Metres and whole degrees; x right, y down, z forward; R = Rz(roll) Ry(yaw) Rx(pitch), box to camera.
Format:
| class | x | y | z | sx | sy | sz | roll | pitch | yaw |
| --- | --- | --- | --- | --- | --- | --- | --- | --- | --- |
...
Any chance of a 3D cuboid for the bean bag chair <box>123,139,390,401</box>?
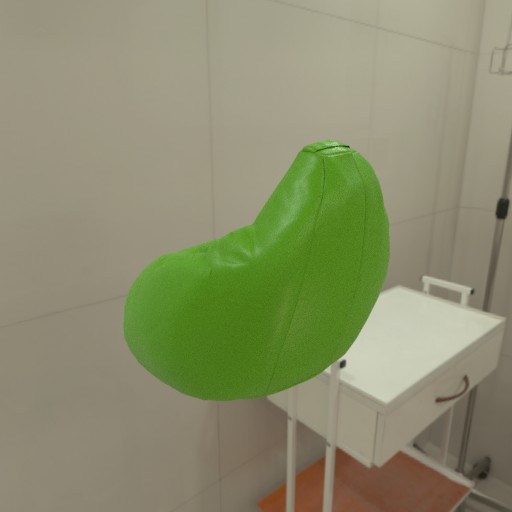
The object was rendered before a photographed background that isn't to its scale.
| class | x | y | z | sx | sy | sz | roll | pitch | yaw |
| --- | --- | --- | --- | --- | --- | --- | --- | --- | --- |
| bean bag chair | 0.000 | 0.000 | 1.918 | 1.070 | 0.990 | 1.070 | -14 | 22 | -41 |
